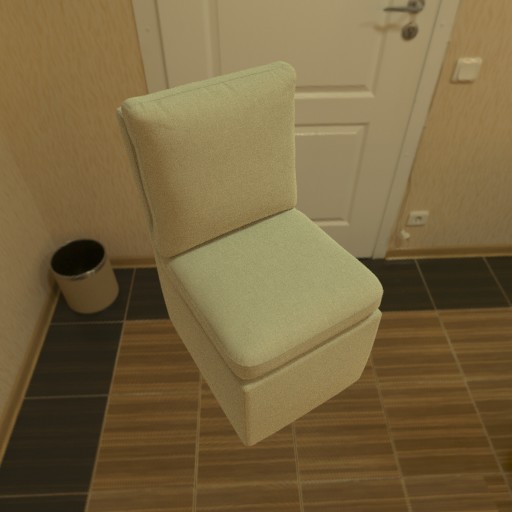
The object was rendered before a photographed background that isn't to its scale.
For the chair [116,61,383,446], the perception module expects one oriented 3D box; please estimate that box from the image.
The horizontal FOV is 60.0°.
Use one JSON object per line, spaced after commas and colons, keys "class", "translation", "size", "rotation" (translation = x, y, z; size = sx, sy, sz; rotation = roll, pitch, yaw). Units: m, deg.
{"class": "chair", "translation": [0.000, 0.000, 1.349], "size": [0.503, 0.927, 0.698], "rotation": [-24, 50, -22]}
